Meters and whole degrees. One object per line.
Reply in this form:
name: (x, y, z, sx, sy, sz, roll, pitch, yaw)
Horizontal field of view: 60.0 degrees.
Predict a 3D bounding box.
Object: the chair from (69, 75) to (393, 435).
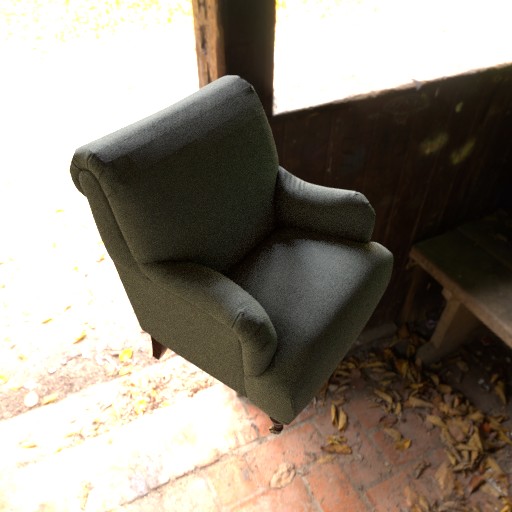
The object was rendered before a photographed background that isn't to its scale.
chair: (0.000, 0.000, 1.986, 1.060, 1.178, 0.964, 25, 48, 25)
